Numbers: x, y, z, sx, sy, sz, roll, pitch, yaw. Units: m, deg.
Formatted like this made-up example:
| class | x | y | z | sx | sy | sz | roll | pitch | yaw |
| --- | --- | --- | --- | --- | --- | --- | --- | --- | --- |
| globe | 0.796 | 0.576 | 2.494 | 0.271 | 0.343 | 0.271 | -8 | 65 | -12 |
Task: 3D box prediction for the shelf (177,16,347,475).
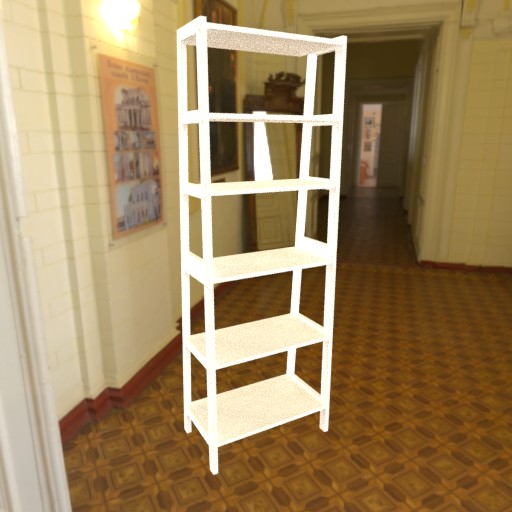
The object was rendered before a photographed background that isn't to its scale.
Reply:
| class | x | y | z | sx | sy | sz | roll | pitch | yaw |
| --- | --- | --- | --- | --- | --- | --- | --- | --- | --- |
| shelf | 0.000 | 0.000 | 2.090 | 0.660 | 1.892 | 0.381 | -8 | 17 | -28 |
